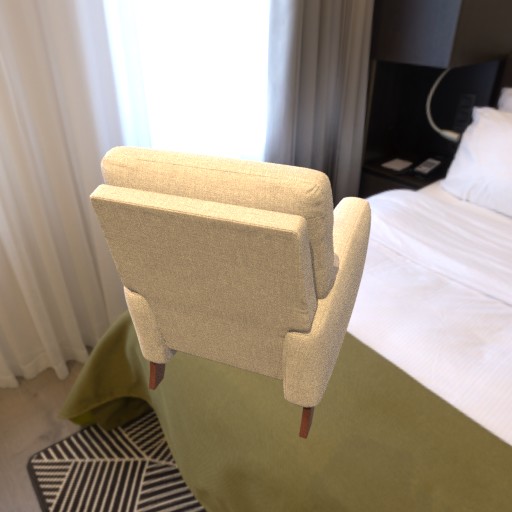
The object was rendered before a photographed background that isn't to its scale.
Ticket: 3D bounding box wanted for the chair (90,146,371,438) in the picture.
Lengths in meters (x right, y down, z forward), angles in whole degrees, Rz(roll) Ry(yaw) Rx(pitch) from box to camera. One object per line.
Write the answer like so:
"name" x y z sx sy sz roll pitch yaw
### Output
"chair" 0.000 0.000 1.704 0.762 0.990 0.990 11 32 18
